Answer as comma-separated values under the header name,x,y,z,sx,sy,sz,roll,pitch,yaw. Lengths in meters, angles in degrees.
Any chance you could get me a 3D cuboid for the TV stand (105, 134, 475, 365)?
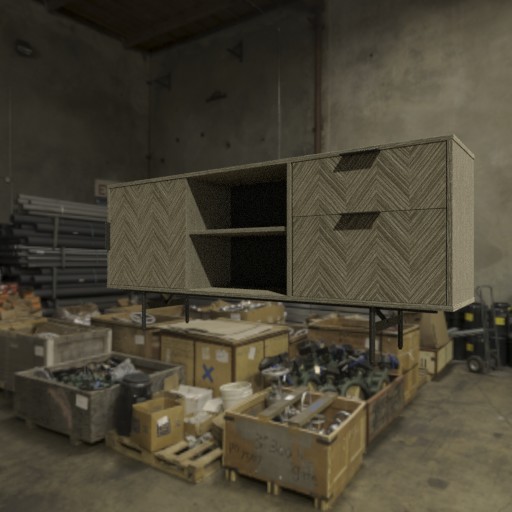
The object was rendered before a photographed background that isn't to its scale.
name,x,y,z,sx,sy,sz,roll,pitch,yaw
TV stand,0.000,0.000,2.087,1.804,0.787,0.405,0,0,36
